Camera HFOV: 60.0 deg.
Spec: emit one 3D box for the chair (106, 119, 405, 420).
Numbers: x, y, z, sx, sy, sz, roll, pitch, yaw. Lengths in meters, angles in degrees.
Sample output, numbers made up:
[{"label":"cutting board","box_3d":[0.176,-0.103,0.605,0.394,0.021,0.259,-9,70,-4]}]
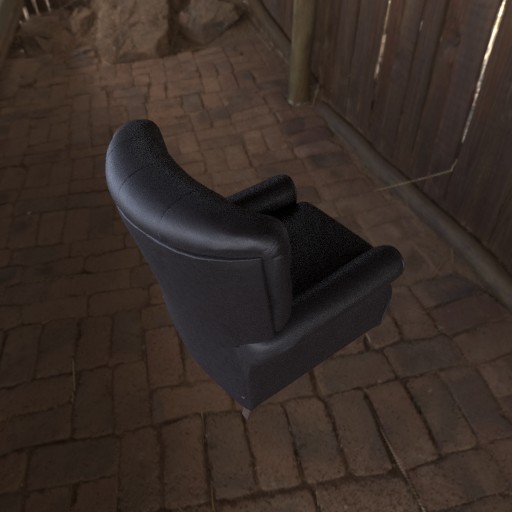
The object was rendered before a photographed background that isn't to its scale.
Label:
[{"label":"chair","box_3d":[0.000,0.000,1.942,1.058,1.158,0.948,-26,48,-26]}]
